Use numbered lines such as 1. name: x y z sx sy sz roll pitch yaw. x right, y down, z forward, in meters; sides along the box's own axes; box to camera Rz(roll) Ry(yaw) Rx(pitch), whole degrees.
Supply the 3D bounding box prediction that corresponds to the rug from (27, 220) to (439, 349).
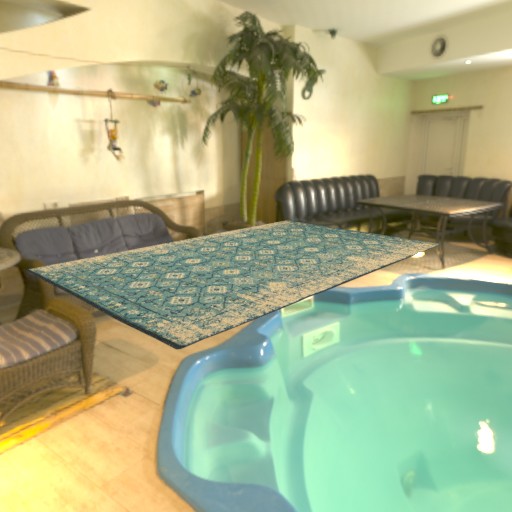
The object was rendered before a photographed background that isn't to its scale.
1. rug: 0.000 0.000 3.016 1.530 0.015 2.449 13 19 42
